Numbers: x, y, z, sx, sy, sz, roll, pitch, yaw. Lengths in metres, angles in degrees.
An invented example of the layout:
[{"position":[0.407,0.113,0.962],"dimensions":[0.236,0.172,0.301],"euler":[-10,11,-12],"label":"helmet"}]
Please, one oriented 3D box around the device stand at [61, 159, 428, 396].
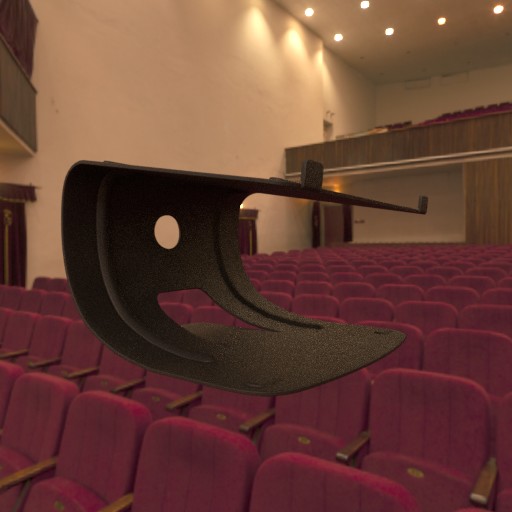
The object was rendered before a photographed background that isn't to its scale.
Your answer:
[{"position":[0.000,0.000,0.398],"dimensions":[0.236,0.155,0.256],"euler":[1,1,37],"label":"device stand"}]
